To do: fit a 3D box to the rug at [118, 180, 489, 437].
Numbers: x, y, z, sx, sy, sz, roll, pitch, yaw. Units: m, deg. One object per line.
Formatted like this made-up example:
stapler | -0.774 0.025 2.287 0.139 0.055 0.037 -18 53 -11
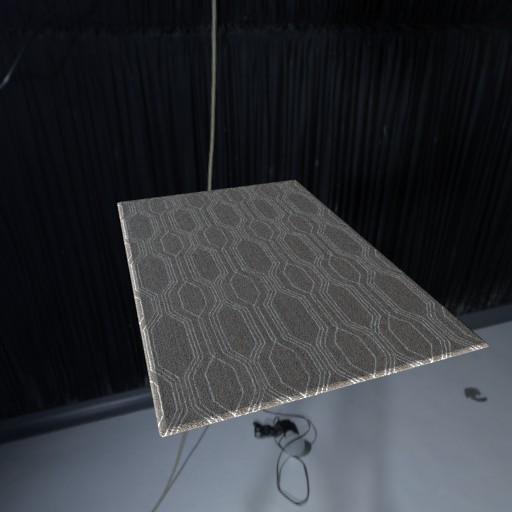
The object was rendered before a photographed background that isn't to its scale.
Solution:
rug | 0.000 0.000 2.251 1.239 0.012 1.836 -10 32 -16
